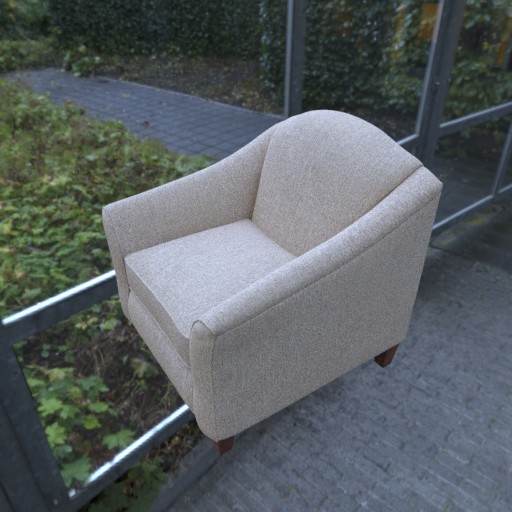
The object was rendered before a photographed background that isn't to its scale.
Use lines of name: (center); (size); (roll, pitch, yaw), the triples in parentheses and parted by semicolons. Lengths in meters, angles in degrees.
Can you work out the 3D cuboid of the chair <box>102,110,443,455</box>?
chair: (0.000, 0.000, 1.481); (0.787, 0.839, 0.763); (-20, 37, -28)
